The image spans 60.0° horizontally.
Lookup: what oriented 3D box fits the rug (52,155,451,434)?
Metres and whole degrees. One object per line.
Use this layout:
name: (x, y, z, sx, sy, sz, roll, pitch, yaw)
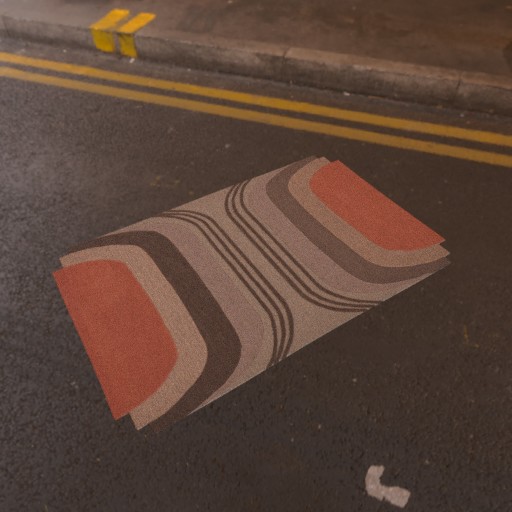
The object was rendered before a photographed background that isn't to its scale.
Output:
rug: (0.000, 0.000, 3.042, 2.446, 0.017, 1.530, -25, 51, -22)
